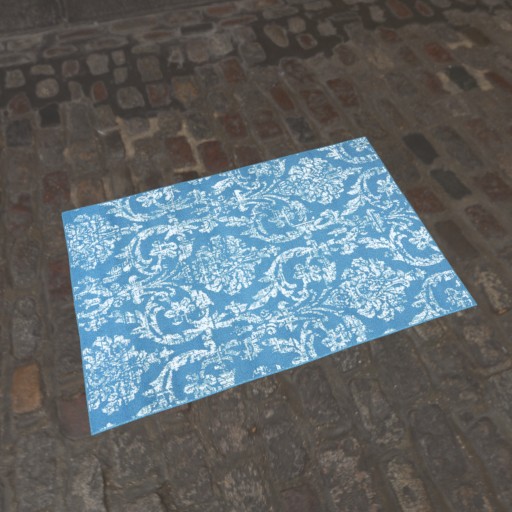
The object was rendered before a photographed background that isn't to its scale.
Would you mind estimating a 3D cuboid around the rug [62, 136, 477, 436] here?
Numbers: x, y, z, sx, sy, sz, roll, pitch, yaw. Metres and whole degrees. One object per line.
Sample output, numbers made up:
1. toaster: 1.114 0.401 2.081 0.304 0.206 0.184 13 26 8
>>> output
1. rug: 0.000 0.000 2.273 1.833 0.012 1.211 -16 59 -10
